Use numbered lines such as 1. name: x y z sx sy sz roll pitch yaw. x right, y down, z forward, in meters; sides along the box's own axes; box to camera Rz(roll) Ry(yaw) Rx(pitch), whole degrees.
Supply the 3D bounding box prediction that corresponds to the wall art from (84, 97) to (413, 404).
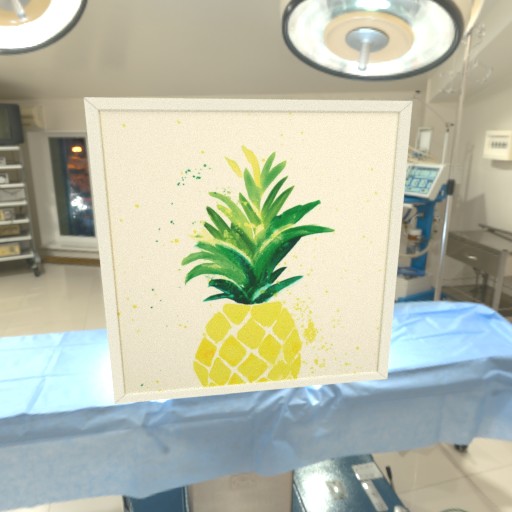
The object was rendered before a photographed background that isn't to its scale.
1. wall art: 0.000 0.000 0.461 0.307 0.307 0.020 -3 16 -9
